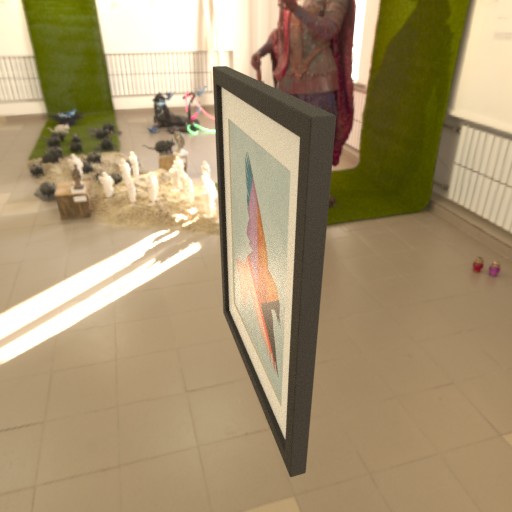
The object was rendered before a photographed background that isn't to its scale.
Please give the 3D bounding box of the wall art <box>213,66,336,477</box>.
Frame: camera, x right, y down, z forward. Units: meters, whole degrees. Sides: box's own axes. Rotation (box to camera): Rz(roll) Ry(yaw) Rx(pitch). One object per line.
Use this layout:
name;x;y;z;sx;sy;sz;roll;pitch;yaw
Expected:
wall art;0.000;0.000;0.762;0.028;0.558;0.457;-9;30;-15
